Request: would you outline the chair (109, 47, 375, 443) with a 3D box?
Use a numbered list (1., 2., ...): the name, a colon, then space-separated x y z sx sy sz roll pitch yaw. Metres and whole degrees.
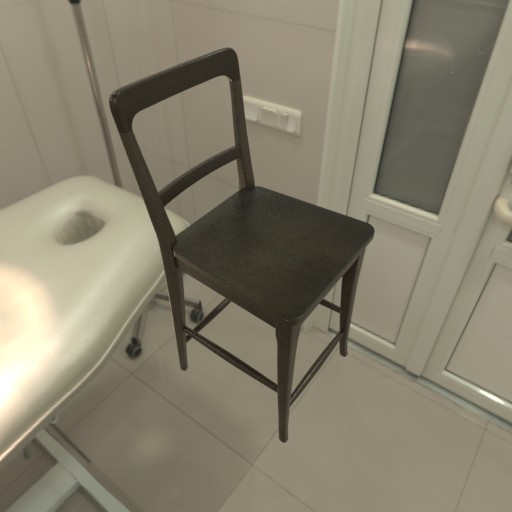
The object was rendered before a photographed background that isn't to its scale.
1. chair: 0.000 0.000 1.311 0.546 0.991 0.450 26 48 26
